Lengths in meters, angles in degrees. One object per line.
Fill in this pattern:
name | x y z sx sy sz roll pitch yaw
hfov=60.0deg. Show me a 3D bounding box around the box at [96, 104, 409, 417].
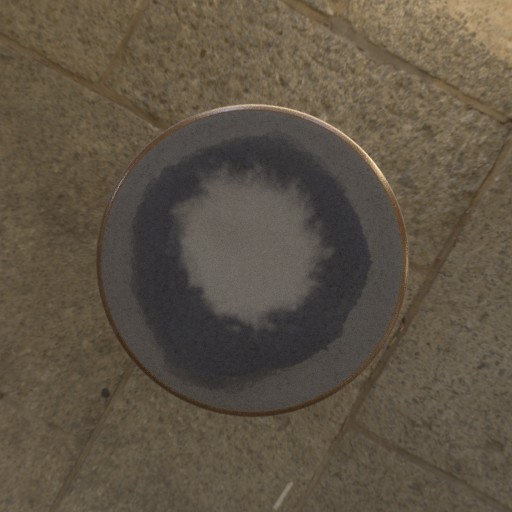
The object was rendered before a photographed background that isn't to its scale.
box | 0.000 0.000 0.246 0.118 0.168 0.118 0 92 1
